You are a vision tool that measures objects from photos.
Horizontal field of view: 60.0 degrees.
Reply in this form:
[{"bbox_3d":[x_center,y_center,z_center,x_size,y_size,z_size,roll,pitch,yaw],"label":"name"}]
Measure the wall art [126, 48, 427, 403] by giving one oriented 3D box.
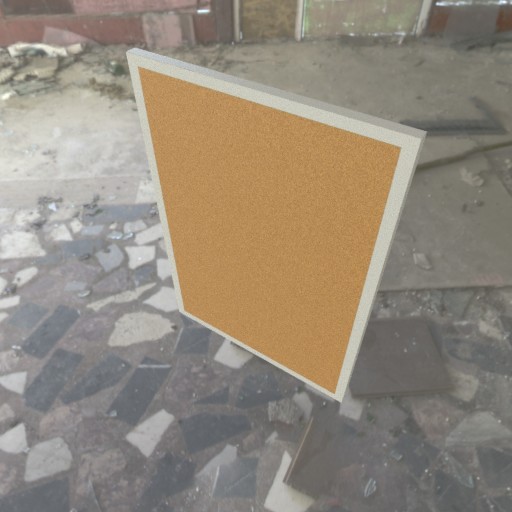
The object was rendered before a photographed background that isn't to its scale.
[{"bbox_3d":[0.000,0.000,0.548,0.303,0.433,0.013,25,51,22],"label":"wall art"}]
